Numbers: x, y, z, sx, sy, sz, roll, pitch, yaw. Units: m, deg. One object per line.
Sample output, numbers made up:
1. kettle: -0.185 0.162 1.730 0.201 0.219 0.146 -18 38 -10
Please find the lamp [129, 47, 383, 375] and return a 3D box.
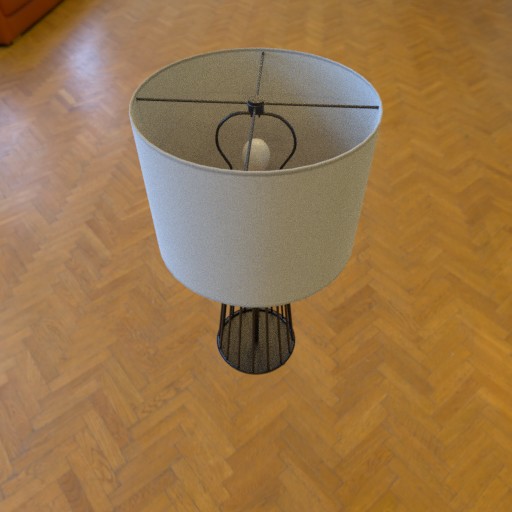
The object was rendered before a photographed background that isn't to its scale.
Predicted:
1. lamp: 0.000 0.000 0.786 0.322 0.593 0.322 3 47 3
